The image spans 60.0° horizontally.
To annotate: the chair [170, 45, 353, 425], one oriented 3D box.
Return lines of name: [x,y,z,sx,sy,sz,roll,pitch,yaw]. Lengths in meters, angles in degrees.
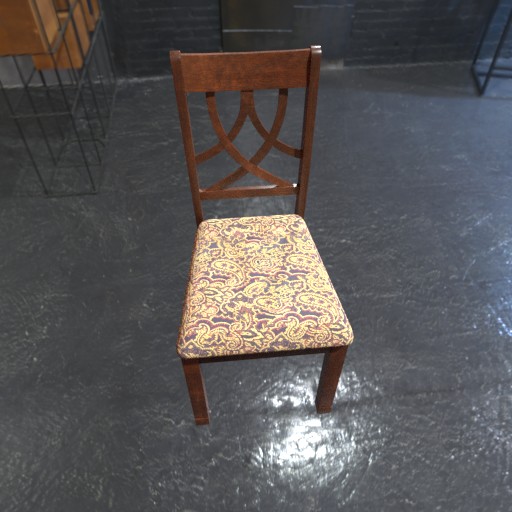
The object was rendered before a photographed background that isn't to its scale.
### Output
chair: [0.000,0.000,1.291,0.457,0.965,0.584,-4,46,-4]
